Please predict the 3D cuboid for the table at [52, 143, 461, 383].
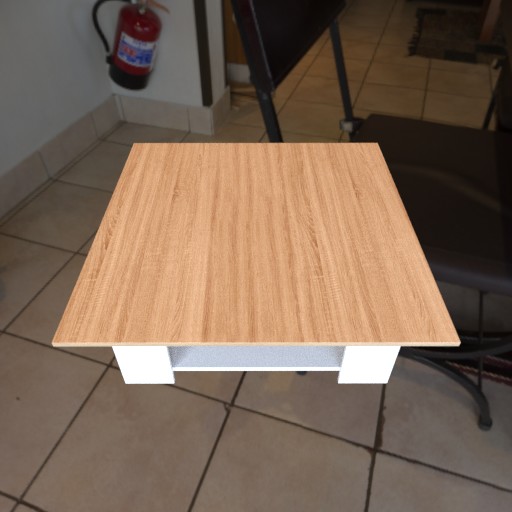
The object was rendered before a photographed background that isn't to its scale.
[{"bbox_3d":[0.000,0.000,1.394,0.890,0.305,0.890,0,43,0],"label":"table"}]
